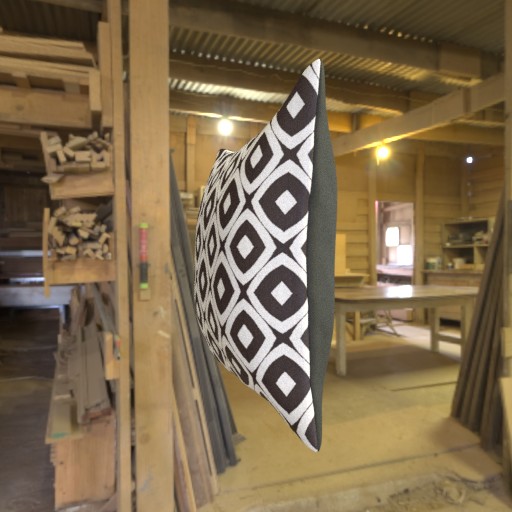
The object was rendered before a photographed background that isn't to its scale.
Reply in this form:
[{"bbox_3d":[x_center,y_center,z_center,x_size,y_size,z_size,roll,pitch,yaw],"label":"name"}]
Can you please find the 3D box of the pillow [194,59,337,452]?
[{"bbox_3d":[0.000,0.000,0.790,0.188,0.494,0.504,0,0,-19],"label":"pillow"}]
